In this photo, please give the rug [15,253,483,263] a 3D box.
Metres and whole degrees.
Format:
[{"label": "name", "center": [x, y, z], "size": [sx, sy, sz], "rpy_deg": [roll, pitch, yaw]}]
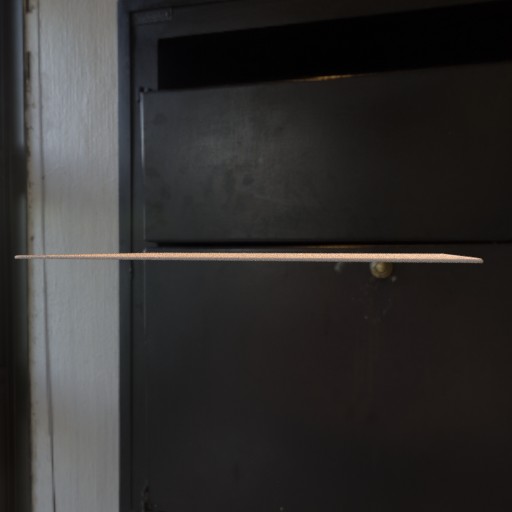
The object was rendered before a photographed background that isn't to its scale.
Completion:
[{"label": "rug", "center": [0.000, 0.000, 2.005], "size": [1.676, 0.013, 1.067], "rpy_deg": [0, 1, 17]}]
